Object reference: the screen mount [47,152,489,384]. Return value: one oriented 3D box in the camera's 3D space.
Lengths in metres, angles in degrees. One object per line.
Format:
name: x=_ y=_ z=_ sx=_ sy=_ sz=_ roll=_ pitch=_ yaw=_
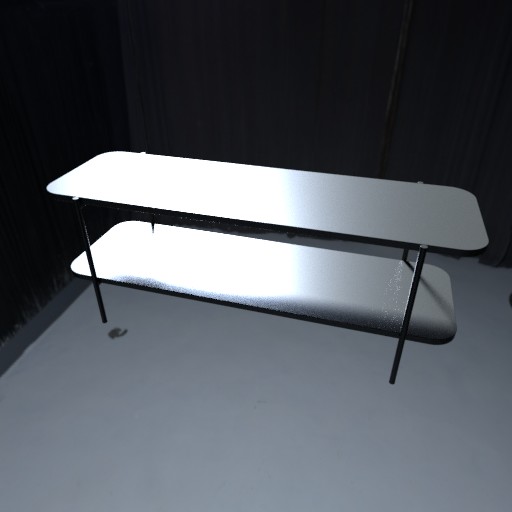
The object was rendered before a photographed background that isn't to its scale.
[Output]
screen mount: x=0.000 y=0.000 z=1.391 sx=1.200 sy=0.447 sz=0.400 roll=9 pitch=33 yaw=14
